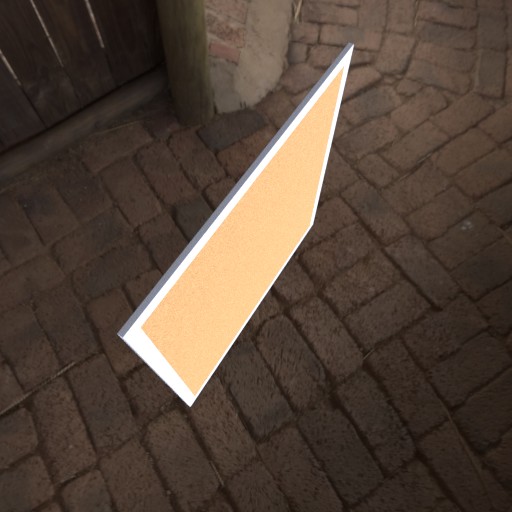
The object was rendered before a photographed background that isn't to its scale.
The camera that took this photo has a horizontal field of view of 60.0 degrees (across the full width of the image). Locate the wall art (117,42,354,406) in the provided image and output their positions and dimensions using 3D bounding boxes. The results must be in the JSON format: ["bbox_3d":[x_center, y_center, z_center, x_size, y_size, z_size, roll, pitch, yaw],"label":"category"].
[{"bbox_3d":[0.000,0.000,0.844,0.009,0.559,0.558,30,67,14],"label":"wall art"}]
